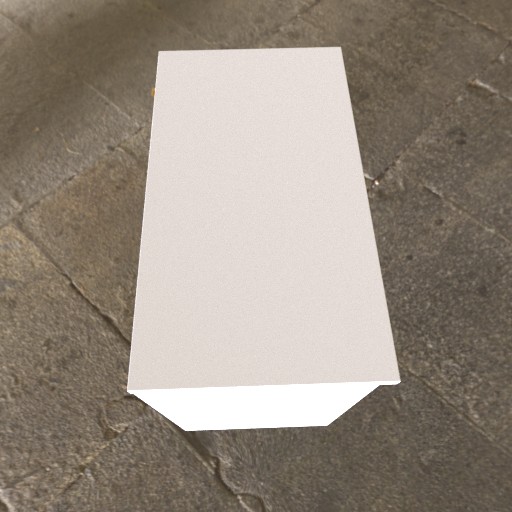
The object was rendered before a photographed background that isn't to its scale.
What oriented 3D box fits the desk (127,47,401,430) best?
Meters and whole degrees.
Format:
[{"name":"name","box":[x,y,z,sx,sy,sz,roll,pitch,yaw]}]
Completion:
[{"name":"desk","box":[0.000,0.000,1.333,0.498,0.729,0.900,-2,63,-1]}]
